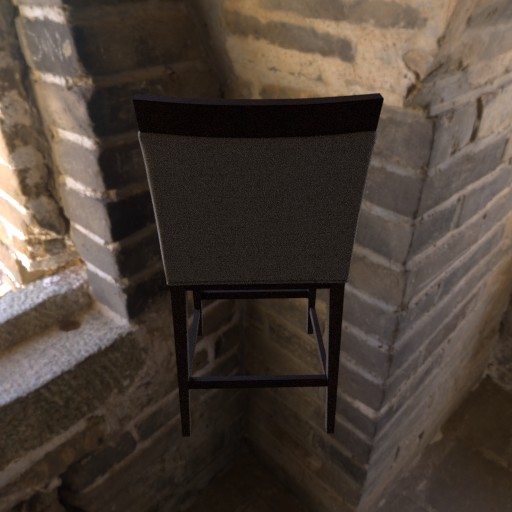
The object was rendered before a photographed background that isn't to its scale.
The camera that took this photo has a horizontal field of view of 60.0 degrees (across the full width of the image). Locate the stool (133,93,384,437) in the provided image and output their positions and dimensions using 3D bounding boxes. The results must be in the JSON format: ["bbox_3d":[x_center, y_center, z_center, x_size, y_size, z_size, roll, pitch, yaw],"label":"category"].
[{"bbox_3d":[0.000,0.000,1.343,0.512,1.009,0.531,-1,30,-1],"label":"stool"}]
